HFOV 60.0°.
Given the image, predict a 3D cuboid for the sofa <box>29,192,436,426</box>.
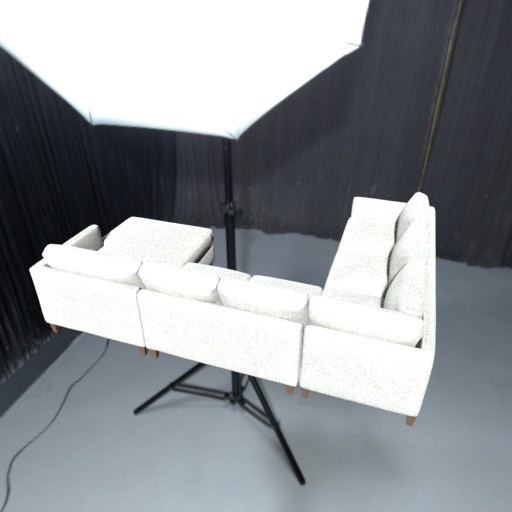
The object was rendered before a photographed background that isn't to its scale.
[{"bbox_3d":[0.000,0.000,4.624,3.460,0.959,2.593,10,33,16],"label":"sofa"}]
